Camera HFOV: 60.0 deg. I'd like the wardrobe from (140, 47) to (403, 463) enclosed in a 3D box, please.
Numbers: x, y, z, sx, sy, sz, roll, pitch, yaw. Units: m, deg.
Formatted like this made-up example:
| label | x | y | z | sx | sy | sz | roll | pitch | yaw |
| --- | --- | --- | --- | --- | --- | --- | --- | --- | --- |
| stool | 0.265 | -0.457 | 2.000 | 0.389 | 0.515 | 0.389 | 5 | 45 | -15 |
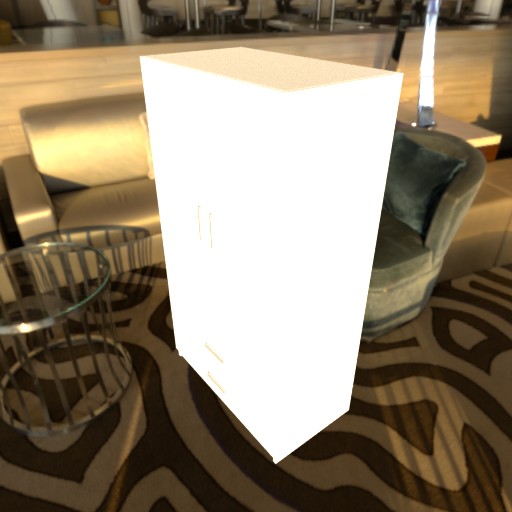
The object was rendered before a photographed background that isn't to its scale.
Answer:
| label | x | y | z | sx | sy | sz | roll | pitch | yaw |
| --- | --- | --- | --- | --- | --- | --- | --- | --- | --- |
| wardrobe | 0.000 | 0.000 | 2.252 | 0.577 | 1.808 | 0.991 | -22 | 38 | -32 |
